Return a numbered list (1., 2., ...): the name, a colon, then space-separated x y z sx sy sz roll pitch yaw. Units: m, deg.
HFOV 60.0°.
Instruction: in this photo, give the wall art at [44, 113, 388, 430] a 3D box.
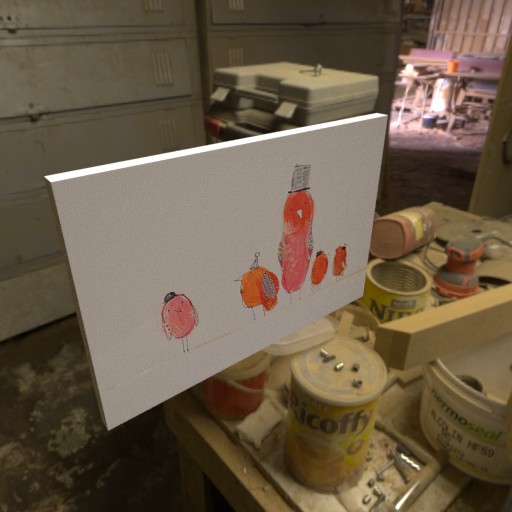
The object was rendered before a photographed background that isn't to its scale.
1. wall art: 0.000 0.000 1.156 0.914 0.609 0.038 -21 35 -33
